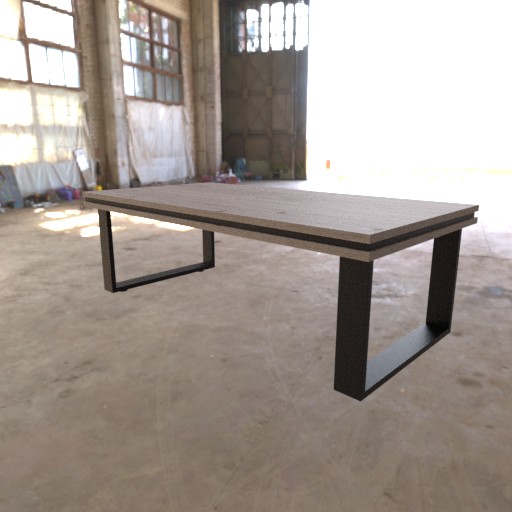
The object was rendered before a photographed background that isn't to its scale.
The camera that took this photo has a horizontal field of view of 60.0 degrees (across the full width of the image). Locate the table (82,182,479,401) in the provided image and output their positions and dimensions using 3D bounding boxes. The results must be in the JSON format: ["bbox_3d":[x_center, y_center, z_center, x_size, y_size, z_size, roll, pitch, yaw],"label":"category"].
[{"bbox_3d":[0.000,0.000,1.709,1.350,0.450,0.700,13,19,42],"label":"table"}]
